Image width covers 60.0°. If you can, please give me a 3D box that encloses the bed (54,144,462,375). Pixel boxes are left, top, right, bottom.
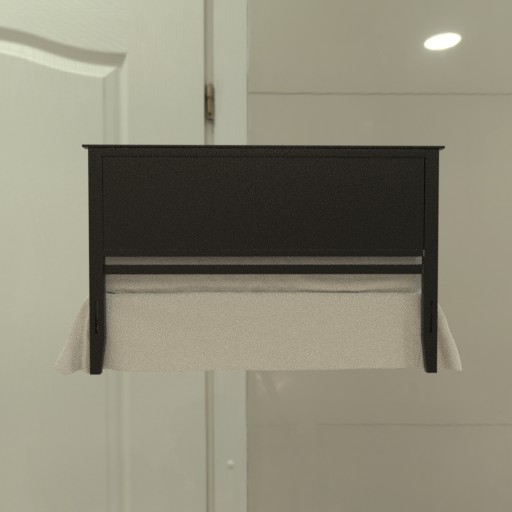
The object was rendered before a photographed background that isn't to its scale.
[{"bbox_3d":[0.000,0.000,3.548,2.315,1.271,2.219,0,1,-1],"label":"bed"}]
